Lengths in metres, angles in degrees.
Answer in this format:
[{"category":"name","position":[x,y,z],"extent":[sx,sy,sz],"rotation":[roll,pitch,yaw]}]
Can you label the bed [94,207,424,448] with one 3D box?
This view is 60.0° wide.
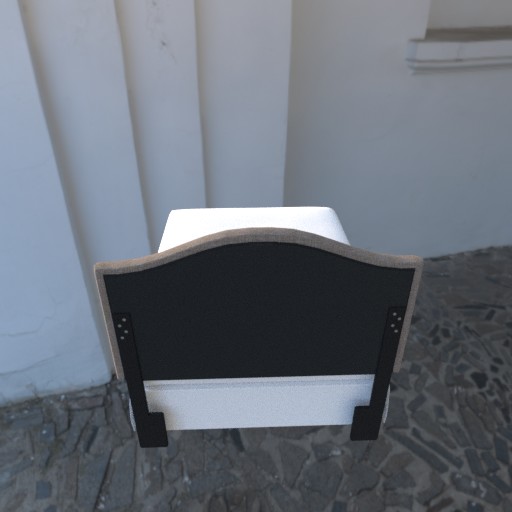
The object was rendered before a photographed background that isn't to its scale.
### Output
[{"category":"bed","position":[0.000,0.000,3.368],"extent":[1.713,1.518,2.153],"rotation":[-1,31,-2]}]
